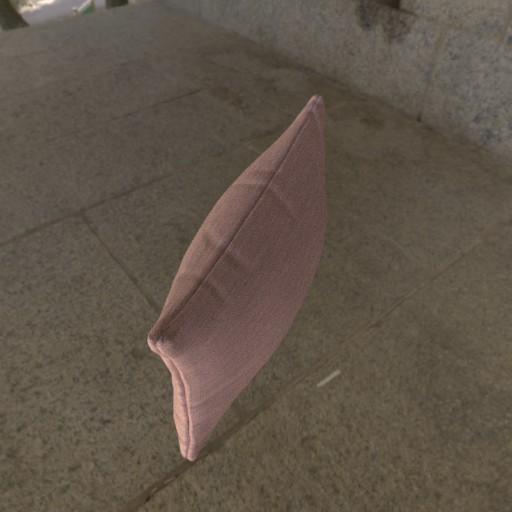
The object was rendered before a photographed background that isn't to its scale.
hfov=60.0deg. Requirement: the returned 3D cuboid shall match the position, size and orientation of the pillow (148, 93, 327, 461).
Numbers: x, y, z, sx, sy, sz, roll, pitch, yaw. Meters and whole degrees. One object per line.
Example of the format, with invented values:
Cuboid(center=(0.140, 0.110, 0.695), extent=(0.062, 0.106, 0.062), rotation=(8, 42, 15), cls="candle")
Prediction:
Cuboid(center=(0.000, 0.000, 0.798), extent=(0.210, 0.338, 0.633), rotation=(16, 48, 15), cls="pillow")
